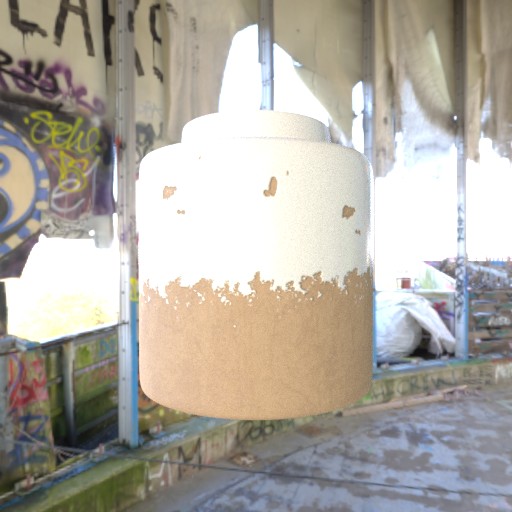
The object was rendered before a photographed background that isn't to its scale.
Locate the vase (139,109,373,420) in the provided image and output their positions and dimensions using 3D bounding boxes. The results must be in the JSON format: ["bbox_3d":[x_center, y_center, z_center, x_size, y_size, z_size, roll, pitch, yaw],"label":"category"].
[{"bbox_3d":[0.000,0.000,0.299,0.153,0.167,0.153,0,1,0],"label":"vase"}]
